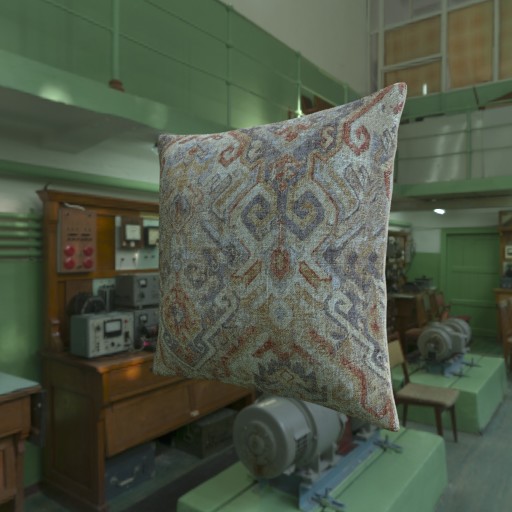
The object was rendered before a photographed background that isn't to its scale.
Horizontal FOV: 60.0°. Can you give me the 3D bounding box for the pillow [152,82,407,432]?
[{"bbox_3d":[0.000,0.000,0.788,0.523,0.506,0.166,1,1,35],"label":"pillow"}]
